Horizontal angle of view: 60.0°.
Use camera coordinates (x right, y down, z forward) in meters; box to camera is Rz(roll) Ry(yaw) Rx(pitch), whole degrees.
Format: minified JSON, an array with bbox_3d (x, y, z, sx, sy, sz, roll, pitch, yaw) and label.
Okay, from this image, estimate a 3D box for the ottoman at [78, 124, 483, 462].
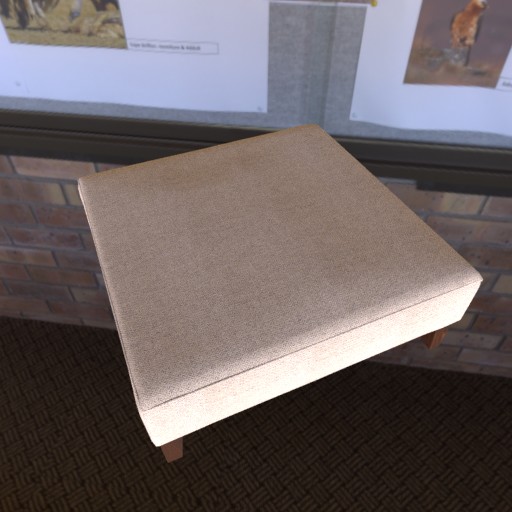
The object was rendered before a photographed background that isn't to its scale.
[{"bbox_3d":[0.000,0.000,1.509,0.982,0.381,0.973,-17,47,-17],"label":"ottoman"}]
